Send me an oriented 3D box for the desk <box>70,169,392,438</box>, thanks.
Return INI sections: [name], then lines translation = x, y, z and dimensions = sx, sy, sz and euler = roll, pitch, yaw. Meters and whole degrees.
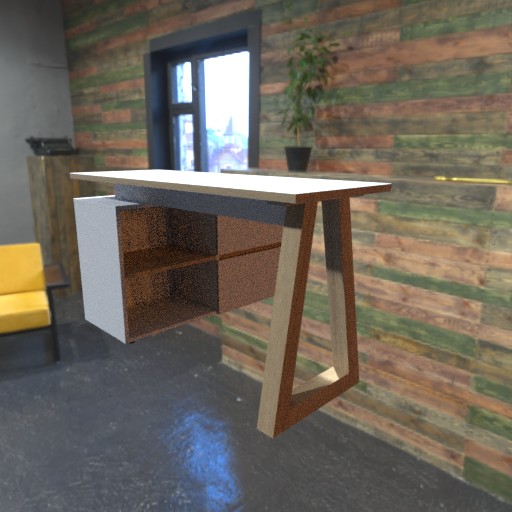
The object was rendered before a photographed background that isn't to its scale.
[desk]
translation = 0.000, 0.000, 2.080
dimensions = 1.098, 0.755, 1.404
euler = -13, 19, -43
